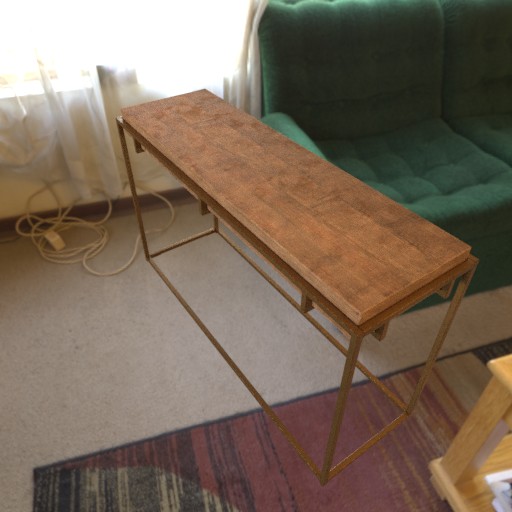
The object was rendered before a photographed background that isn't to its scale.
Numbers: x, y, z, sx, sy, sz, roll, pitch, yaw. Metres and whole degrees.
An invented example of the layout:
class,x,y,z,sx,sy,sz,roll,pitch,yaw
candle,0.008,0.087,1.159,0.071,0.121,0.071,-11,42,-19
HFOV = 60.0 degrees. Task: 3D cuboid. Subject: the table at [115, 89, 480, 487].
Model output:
class,x,y,z,sx,sy,sz,roll,pitch,yaw
table,0.000,0.000,1.734,0.440,0.820,1.400,-25,46,-26
